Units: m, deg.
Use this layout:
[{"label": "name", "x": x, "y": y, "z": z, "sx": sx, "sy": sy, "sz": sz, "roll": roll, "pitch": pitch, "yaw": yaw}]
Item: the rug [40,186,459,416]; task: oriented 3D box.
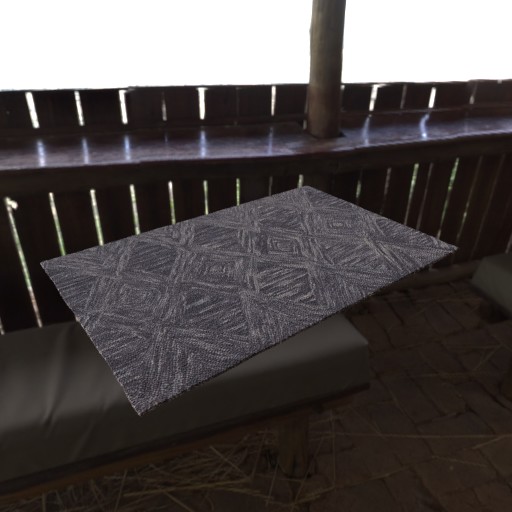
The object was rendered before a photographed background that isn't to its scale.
[{"label": "rug", "x": 0.000, "y": 0.000, "z": 2.274, "sx": 1.814, "sy": 0.012, "sz": 1.186, "roll": -20, "pitch": 35, "yaw": -32}]
